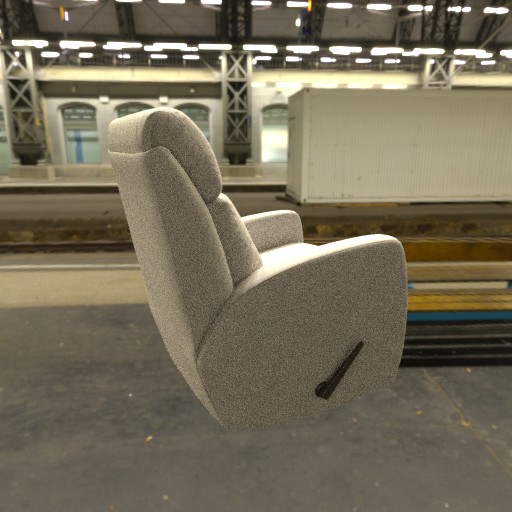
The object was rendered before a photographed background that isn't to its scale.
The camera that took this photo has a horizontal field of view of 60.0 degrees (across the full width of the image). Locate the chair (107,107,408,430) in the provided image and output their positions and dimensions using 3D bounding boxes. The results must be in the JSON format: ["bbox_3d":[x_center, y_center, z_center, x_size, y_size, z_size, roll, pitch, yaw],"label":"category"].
[{"bbox_3d":[0.000,0.000,1.665,0.941,1.015,0.812,-7,16,-26],"label":"chair"}]
